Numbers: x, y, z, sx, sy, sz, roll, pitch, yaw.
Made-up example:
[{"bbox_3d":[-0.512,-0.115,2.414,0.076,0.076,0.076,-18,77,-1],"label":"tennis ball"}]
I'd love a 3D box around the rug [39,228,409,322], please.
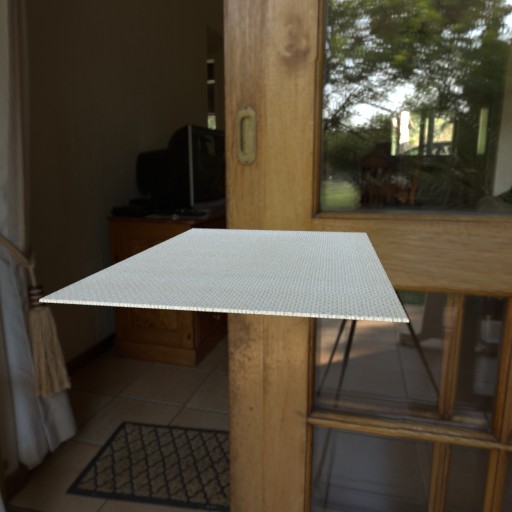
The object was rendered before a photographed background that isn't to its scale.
[{"bbox_3d":[0.000,0.000,2.799,1.509,0.013,2.144,2,12,9],"label":"rug"}]
